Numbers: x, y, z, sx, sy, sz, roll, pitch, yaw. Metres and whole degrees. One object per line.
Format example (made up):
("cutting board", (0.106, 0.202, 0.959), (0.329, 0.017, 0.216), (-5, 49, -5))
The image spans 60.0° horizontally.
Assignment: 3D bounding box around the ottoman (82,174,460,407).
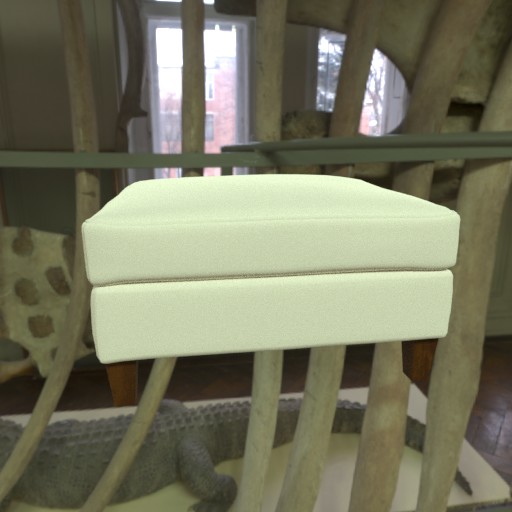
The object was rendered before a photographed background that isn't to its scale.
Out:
("ottoman", (0.000, 0.000, 1.363), (0.838, 0.479, 0.838), (-2, 15, -9))
